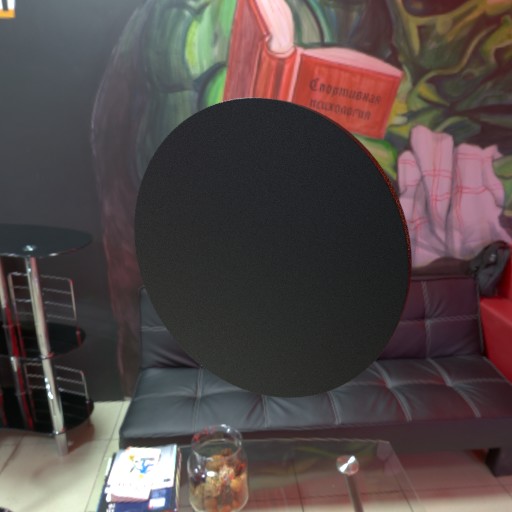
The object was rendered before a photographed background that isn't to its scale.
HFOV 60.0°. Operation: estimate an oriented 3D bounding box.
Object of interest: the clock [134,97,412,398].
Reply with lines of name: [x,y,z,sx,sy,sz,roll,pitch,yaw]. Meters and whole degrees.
clock: [0.000,0.000,0.676,0.454,0.454,0.038,9,18,27]
